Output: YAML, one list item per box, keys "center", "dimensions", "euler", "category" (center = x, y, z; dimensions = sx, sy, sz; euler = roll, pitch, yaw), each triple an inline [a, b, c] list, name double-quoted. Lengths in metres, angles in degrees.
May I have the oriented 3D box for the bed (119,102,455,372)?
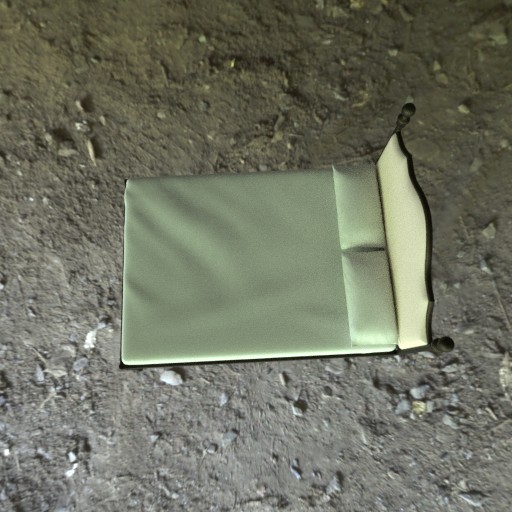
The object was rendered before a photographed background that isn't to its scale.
- center: [0.000, 0.000, 3.432]
  dimensions: [2.224, 1.499, 1.642]
  euler: [-3, 75, -1]
  category: "bed"
